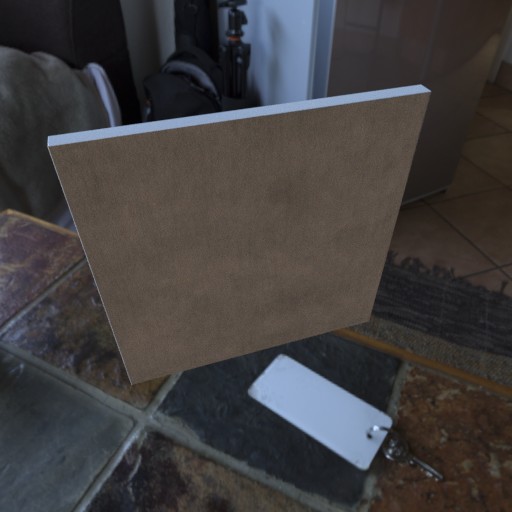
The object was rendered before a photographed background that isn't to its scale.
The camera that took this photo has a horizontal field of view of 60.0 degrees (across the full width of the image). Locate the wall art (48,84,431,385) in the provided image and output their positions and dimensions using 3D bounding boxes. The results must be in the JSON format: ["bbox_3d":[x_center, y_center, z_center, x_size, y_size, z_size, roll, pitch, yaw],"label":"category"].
[{"bbox_3d":[0.000,0.000,0.666,0.455,0.453,0.023,-12,44,-13],"label":"wall art"}]
